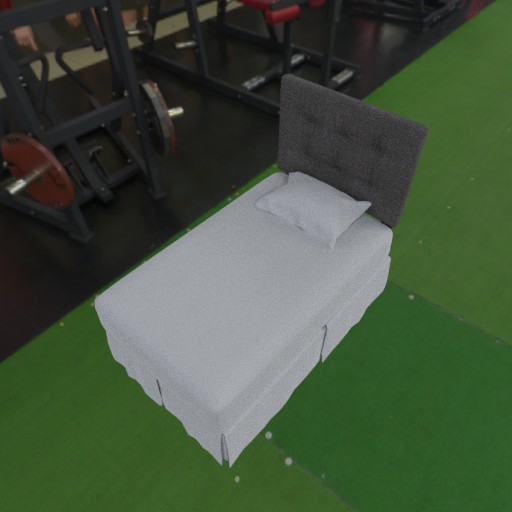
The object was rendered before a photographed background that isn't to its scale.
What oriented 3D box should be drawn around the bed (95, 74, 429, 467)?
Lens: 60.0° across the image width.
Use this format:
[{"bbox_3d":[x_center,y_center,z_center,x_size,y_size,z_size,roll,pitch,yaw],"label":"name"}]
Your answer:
[{"bbox_3d":[0.000,0.000,3.052,1.261,1.571,1.997,33,55,27],"label":"bed"}]
